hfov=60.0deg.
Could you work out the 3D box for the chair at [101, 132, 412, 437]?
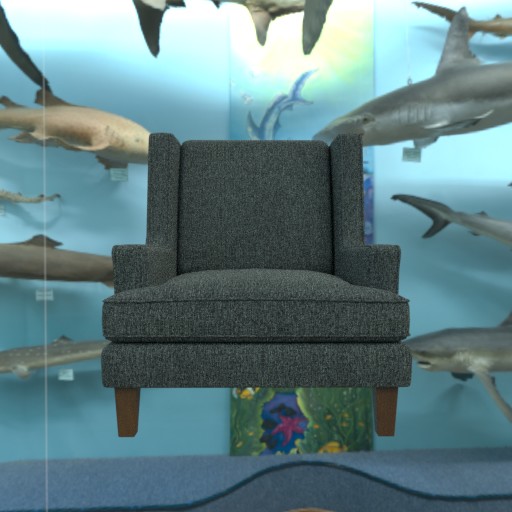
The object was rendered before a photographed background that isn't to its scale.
[{"bbox_3d":[0.000,0.000,1.754,0.942,1.082,0.927,0,1,0],"label":"chair"}]
